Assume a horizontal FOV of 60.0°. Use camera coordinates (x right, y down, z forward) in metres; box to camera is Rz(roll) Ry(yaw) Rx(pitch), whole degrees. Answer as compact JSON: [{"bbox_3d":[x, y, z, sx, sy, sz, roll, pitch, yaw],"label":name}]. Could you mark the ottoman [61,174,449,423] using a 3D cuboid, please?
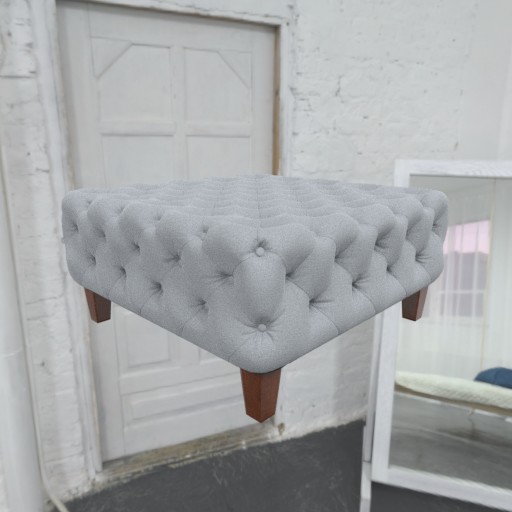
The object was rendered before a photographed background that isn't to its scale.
[{"bbox_3d":[0.000,0.000,1.191,0.758,0.365,0.764,15,22,42],"label":"ottoman"}]
